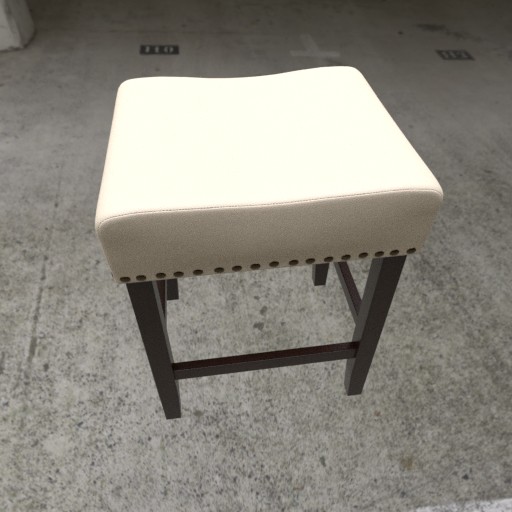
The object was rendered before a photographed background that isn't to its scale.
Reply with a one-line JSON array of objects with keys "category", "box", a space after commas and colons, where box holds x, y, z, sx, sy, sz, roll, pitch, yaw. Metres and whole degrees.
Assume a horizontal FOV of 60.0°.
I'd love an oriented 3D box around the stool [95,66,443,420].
[{"category": "stool", "box": [0.000, 0.000, 0.915, 0.471, 0.609, 0.401, -6, 46, -5]}]
